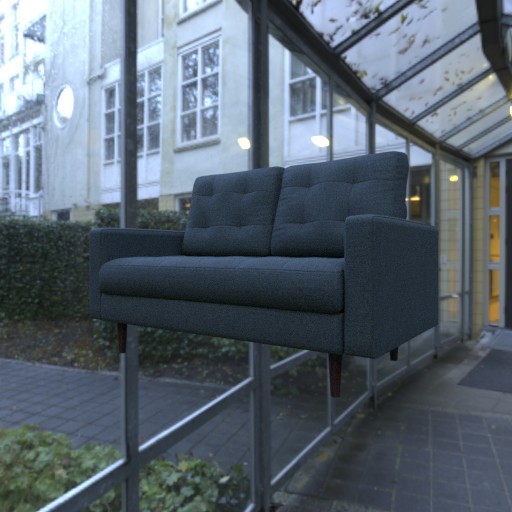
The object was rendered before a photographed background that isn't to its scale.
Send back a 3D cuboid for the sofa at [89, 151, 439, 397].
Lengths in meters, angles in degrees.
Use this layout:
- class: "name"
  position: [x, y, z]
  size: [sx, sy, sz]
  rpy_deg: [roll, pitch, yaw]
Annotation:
- class: "sofa"
  position: [0.000, 0.000, 2.012]
  size: [1.407, 0.907, 0.842]
  rpy_deg: [0, 1, 35]
